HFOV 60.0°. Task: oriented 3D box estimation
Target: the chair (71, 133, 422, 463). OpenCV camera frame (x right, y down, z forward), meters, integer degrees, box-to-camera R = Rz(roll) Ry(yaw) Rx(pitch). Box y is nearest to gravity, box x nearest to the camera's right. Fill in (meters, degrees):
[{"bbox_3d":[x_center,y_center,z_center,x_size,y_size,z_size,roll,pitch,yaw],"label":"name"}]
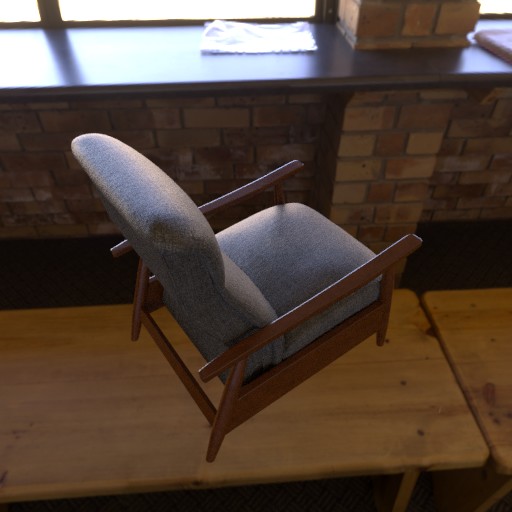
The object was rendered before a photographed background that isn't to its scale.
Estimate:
[{"bbox_3d":[0.000,0.000,1.752,1.030,1.082,0.762,-25,47,-26],"label":"chair"}]
